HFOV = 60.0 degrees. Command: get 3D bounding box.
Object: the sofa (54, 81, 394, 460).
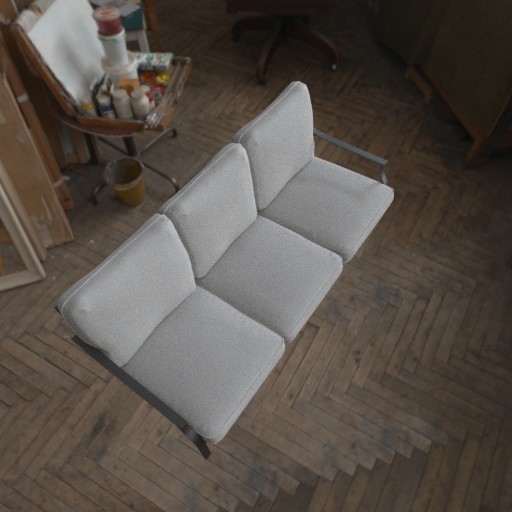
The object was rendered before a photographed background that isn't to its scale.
[{"bbox_3d":[0.000,0.000,2.268,0.787,0.860,1.740,31,63,18],"label":"sofa"}]
